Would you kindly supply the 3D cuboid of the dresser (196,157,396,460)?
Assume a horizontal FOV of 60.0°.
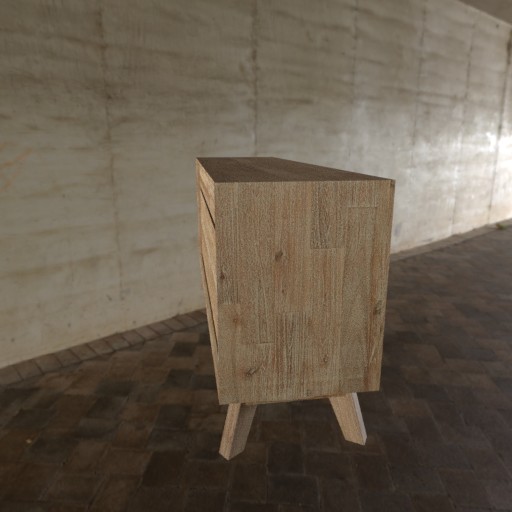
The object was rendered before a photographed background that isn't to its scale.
[{"bbox_3d":[0.000,0.000,1.940,0.455,0.788,1.602,-2,15,-9],"label":"dresser"}]
